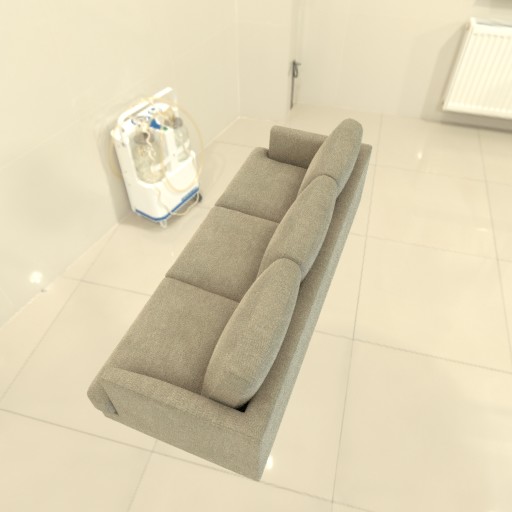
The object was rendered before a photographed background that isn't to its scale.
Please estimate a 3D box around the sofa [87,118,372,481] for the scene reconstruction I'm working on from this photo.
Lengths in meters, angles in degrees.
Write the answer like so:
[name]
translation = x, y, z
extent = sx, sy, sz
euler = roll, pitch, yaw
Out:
[sofa]
translation = 0.000, 0.000, 2.687
extent = 0.903, 0.930, 2.246
euler = 16, 50, 14
